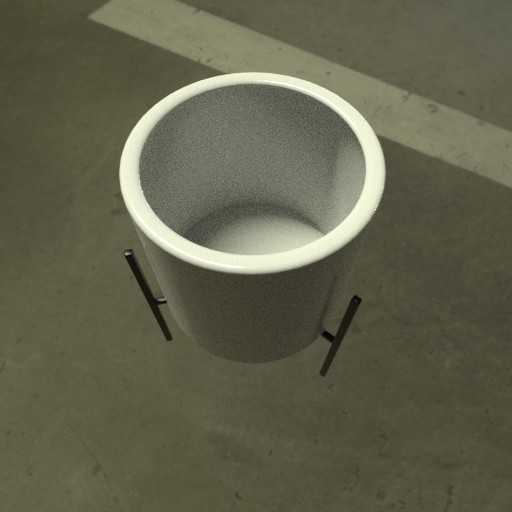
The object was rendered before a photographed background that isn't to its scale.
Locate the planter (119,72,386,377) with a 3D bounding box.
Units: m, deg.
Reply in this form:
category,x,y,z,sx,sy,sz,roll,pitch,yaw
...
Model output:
category,x,y,z,sx,sy,sz,roll,pitch,yaw
planter,0.000,0.000,0.522,0.239,0.356,0.239,13,60,8
